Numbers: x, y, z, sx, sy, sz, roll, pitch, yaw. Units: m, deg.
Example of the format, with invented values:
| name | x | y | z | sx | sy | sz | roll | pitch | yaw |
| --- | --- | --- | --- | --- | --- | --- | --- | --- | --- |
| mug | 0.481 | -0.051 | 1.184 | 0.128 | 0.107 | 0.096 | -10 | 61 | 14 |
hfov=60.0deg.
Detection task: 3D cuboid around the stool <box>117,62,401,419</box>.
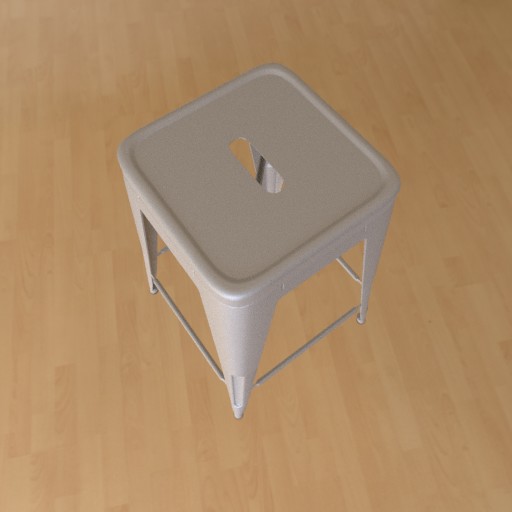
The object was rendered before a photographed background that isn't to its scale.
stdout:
| name | x | y | z | sx | sy | sz | roll | pitch | yaw |
| --- | --- | --- | --- | --- | --- | --- | --- | --- | --- |
| stool | 0.000 | 0.000 | 0.888 | 0.410 | 0.608 | 0.410 | -34 | 69 | -15 |
